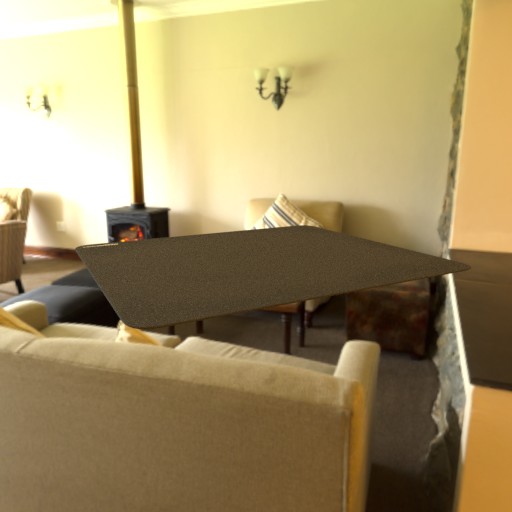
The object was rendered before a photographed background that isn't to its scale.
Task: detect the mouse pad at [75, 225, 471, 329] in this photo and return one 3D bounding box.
[{"bbox_3d":[0.000,0.000,0.642,0.451,0.002,0.393,-7,15,-27],"label":"mouse pad"}]
